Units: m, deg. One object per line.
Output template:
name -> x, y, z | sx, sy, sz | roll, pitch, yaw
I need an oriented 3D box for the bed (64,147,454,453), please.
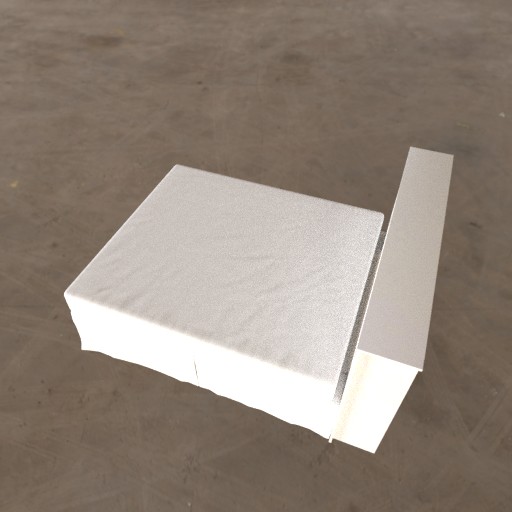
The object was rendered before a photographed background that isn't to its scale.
bed -> 0.000, 0.000, 3.031 | 2.133, 1.092, 1.671 | 16, 49, 14
